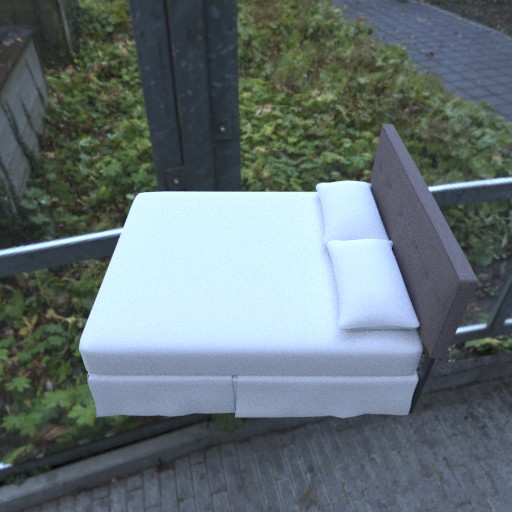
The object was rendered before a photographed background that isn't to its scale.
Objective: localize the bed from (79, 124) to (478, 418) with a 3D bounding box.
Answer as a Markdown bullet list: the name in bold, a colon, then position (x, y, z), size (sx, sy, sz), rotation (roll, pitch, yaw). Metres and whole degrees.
- **bed**: position (0.000, 0.000, 2.809), size (1.894, 1.089, 1.610), rotation (0, 40, 0)
